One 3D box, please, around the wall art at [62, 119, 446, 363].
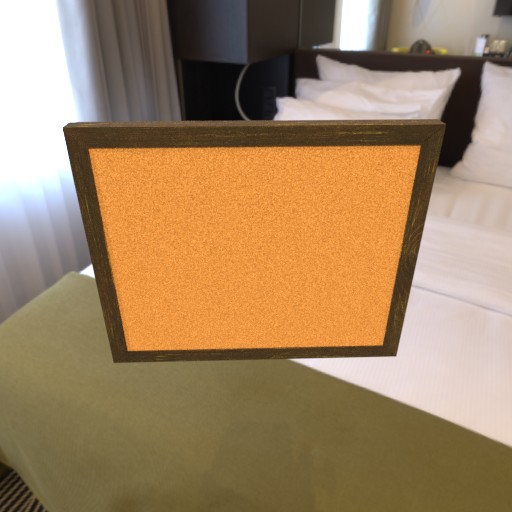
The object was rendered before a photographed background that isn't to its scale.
[{"bbox_3d":[0.000,0.000,0.773,0.558,0.457,0.032,-1,30,-2],"label":"wall art"}]
